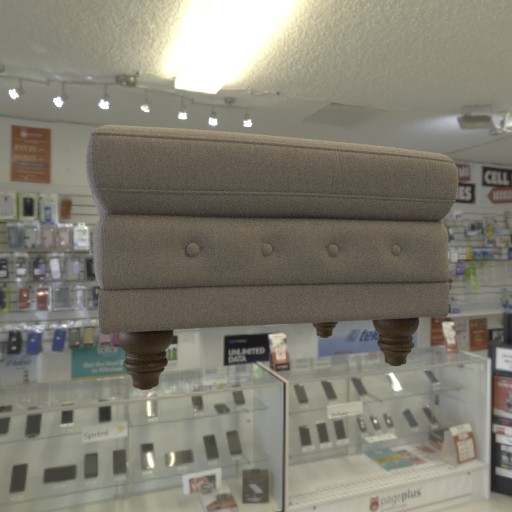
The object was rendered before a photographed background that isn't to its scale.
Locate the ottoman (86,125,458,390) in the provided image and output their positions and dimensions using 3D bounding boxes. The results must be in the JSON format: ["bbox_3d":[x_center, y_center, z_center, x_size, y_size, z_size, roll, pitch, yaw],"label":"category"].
[{"bbox_3d":[0.000,0.000,1.100,0.771,0.500,0.569,0,0,-18],"label":"ottoman"}]
